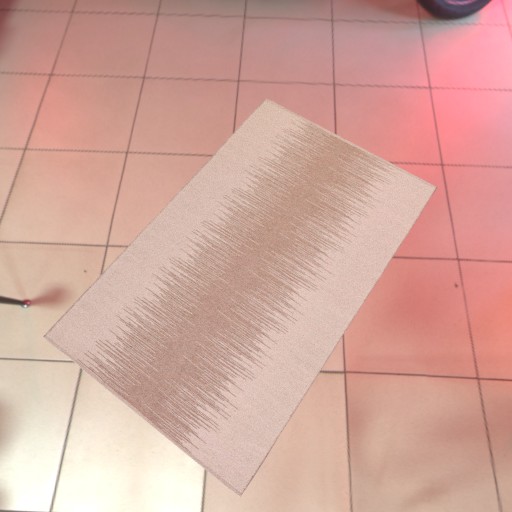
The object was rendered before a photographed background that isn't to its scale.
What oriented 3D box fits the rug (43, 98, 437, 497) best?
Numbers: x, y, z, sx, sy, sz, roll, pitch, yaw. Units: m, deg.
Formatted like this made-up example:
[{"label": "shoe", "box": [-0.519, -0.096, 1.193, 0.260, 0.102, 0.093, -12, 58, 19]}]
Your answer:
[{"label": "rug", "box": [0.000, 0.000, 2.991, 1.522, 0.012, 2.440, 32, 68, 15]}]
